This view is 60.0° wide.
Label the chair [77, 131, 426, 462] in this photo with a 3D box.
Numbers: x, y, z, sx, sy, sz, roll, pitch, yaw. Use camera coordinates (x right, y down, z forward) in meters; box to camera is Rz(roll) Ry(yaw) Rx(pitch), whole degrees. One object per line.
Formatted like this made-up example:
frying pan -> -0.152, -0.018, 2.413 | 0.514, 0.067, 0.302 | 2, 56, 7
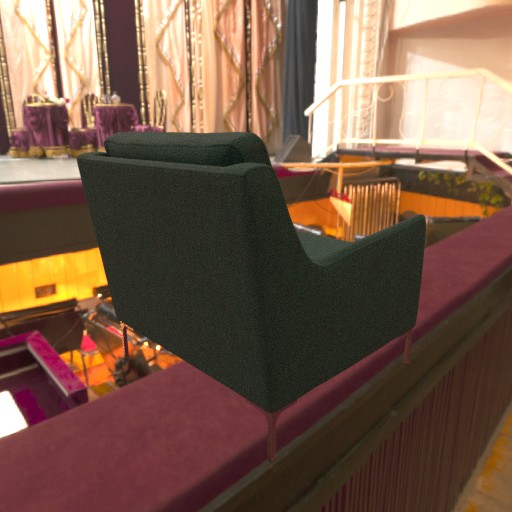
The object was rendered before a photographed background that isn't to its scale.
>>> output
chair -> 0.000, 0.000, 1.531 | 0.849, 0.828, 0.847 | -15, 21, -42
